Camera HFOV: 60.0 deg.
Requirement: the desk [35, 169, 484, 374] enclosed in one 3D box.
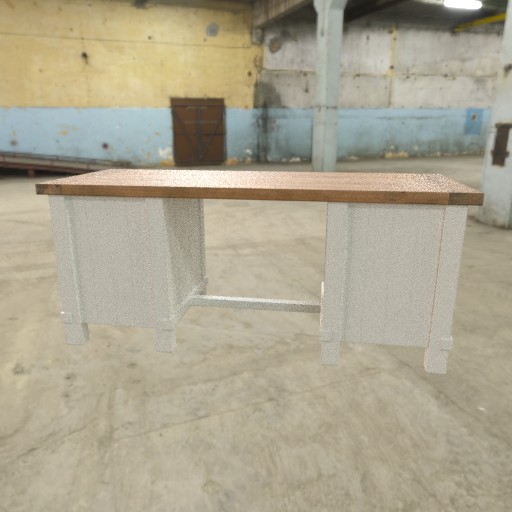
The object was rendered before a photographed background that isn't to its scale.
[{"bbox_3d":[0.000,0.000,2.193,1.803,0.760,0.688,3,16,9],"label":"desk"}]
